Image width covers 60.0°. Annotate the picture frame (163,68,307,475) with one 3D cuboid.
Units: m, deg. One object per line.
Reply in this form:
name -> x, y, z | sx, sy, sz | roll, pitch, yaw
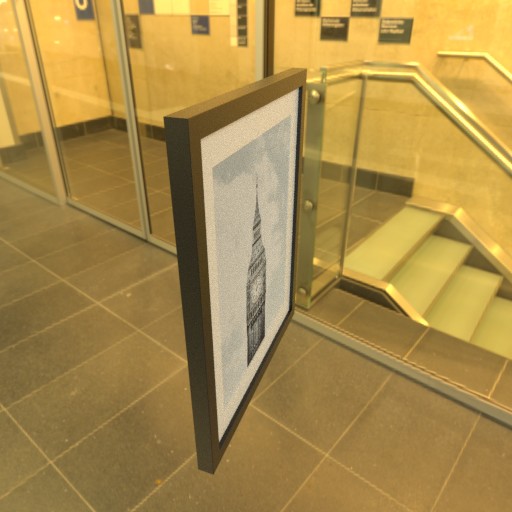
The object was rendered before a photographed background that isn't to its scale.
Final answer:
picture frame -> 0.000, 0.000, 0.767 | 0.028, 0.556, 0.460 | 10, 31, 18
